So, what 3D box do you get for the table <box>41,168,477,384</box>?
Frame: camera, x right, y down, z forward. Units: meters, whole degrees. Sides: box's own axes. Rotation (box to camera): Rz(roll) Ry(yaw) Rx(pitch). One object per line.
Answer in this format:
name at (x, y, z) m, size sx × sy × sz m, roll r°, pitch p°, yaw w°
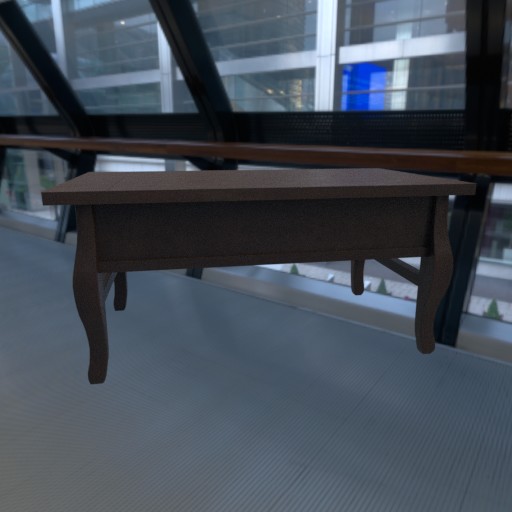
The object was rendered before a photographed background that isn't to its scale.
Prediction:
table at (0.000, 0.000, 1.403) m, size 1.062 × 0.494 × 0.600 m, roll -3°, pitch 15°, yaw -10°
